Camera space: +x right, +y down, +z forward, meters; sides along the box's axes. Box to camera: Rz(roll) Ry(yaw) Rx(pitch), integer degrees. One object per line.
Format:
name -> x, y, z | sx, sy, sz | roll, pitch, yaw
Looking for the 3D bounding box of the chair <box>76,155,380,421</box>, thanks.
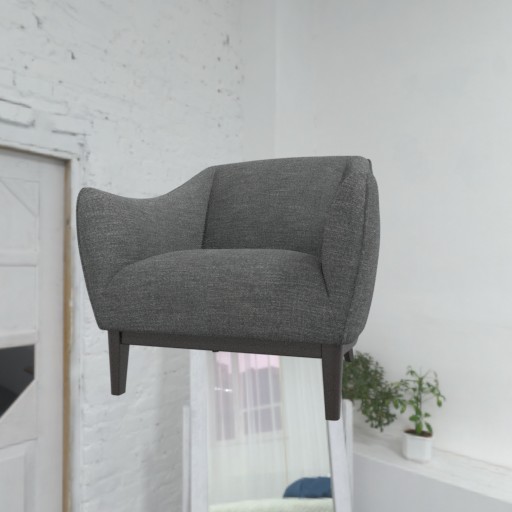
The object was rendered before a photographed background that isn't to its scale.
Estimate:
chair -> 0.000, 0.000, 1.555 | 0.870, 0.829, 0.851 | 0, 0, 19
